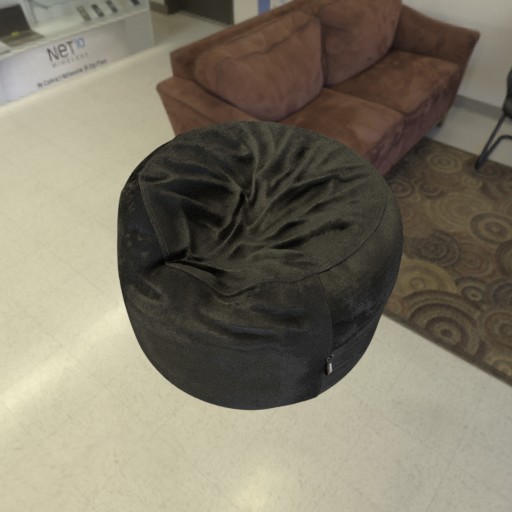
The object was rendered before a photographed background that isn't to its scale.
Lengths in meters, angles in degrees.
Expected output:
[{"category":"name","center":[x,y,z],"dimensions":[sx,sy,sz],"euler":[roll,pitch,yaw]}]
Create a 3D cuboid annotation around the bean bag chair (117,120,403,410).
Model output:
[{"category":"bean bag chair","center":[0.000,0.000,1.508],"dimensions":[0.918,0.605,0.918],"euler":[0,47,0]}]
